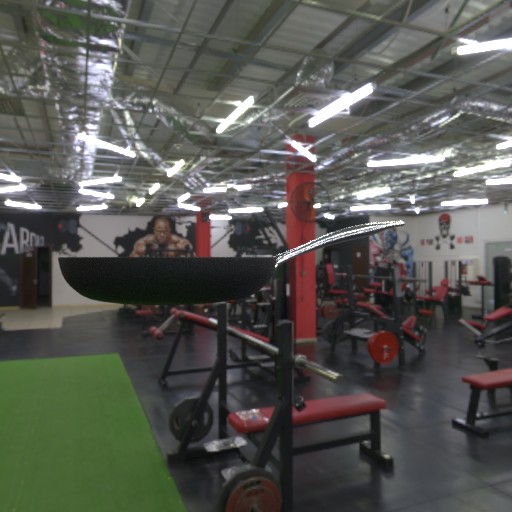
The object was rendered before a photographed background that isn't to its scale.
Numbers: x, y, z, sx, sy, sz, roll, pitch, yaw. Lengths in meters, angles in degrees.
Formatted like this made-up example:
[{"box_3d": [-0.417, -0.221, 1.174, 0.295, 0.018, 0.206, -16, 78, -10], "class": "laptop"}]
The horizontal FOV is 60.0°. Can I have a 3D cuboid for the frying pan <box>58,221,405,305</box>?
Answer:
[{"box_3d": [0.000, 0.000, 0.578, 0.472, 0.105, 0.255, 0, 0, -20], "class": "frying pan"}]
